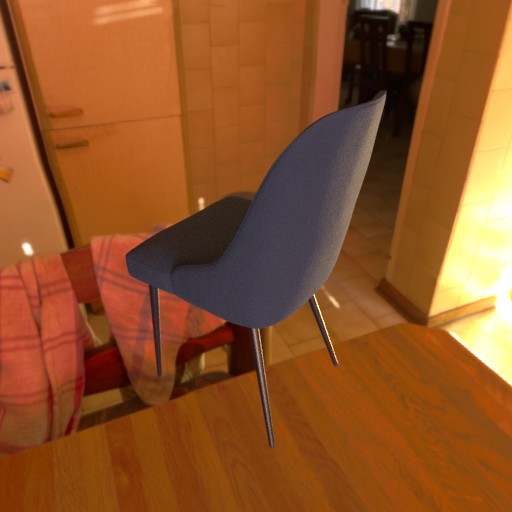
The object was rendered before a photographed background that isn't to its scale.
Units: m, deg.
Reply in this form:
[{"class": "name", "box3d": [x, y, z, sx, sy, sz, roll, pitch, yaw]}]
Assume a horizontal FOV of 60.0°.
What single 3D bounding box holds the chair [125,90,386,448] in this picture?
[{"class": "chair", "box3d": [0.000, 0.000, 1.207, 0.559, 0.896, 0.478, 21, 38, 30]}]
